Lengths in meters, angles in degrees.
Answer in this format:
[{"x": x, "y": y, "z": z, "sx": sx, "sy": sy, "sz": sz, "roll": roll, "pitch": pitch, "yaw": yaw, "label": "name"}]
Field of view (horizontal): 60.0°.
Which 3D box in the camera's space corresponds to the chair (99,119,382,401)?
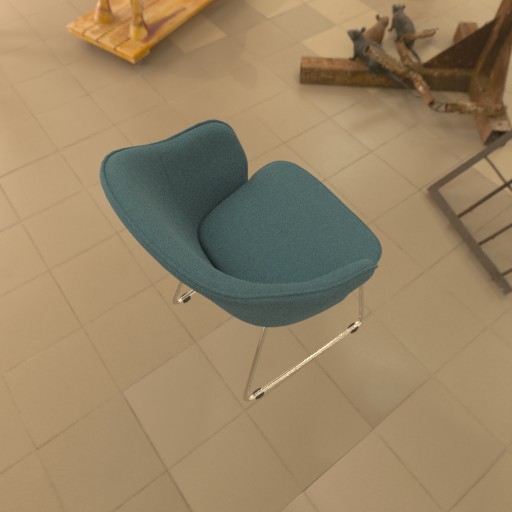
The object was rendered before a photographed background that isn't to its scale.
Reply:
[{"x": 0.000, "y": 0.000, "z": 1.193, "sx": 0.585, "sy": 0.815, "sz": 0.570, "roll": -33, "pitch": 63, "yaw": -19, "label": "chair"}]
